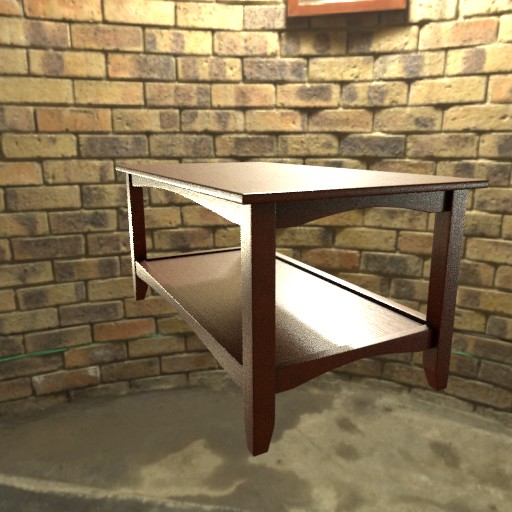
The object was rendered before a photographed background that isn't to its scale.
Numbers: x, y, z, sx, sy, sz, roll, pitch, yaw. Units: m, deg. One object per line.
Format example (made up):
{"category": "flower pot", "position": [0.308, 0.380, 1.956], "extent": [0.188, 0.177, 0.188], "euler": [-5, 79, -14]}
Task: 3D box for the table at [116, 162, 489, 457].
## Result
{"category": "table", "position": [0.000, 0.000, 1.202], "extent": [0.533, 0.456, 0.943], "euler": [-7, 16, -27]}
